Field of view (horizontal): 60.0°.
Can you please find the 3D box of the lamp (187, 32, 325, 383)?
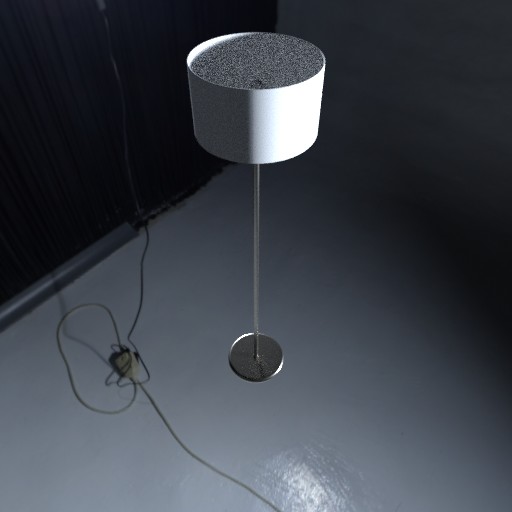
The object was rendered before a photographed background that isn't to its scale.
[{"bbox_3d":[0.000,0.000,1.638,0.347,1.443,0.347,30,53,25],"label":"lamp"}]
